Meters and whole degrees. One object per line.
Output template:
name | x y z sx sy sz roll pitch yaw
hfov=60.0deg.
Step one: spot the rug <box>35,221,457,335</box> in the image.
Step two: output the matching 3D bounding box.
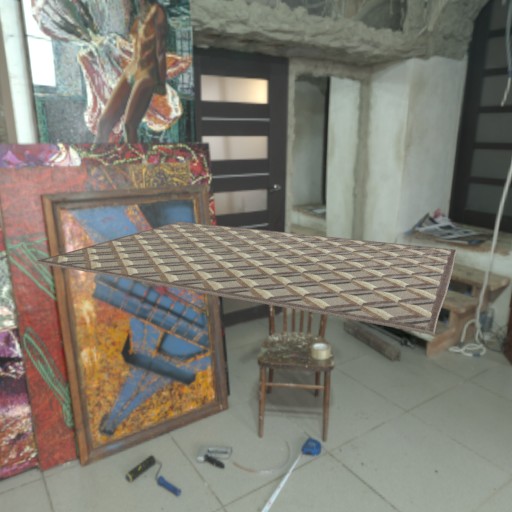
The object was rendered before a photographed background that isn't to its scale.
rug | 0.000 0.000 2.078 1.677 0.011 1.066 7 17 26
